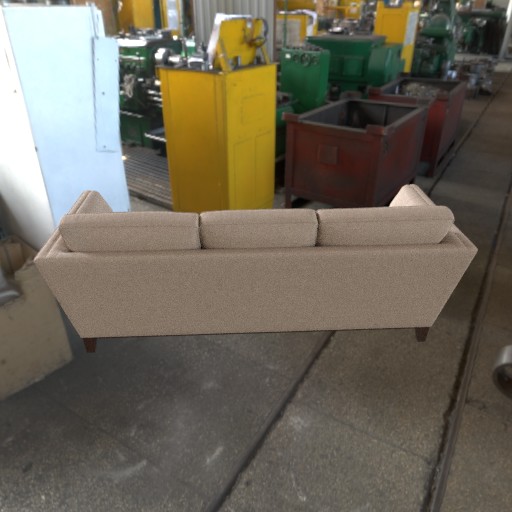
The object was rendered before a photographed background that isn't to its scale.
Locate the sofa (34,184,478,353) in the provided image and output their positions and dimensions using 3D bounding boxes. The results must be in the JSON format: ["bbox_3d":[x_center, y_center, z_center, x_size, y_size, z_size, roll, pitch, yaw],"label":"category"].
[{"bbox_3d":[0.000,0.000,2.927,2.388,0.940,0.965,-1,30,-2],"label":"sofa"}]
